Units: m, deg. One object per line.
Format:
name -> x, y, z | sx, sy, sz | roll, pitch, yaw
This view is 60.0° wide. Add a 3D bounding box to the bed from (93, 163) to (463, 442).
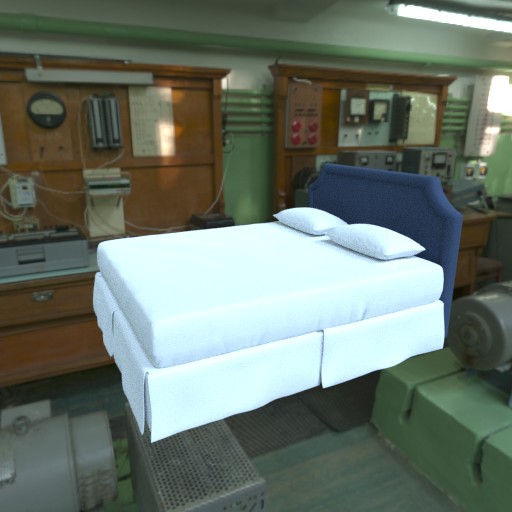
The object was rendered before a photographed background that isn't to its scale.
bed -> 0.000, 0.000, 4.142 | 2.773, 1.488, 2.350 | -8, 18, -26
